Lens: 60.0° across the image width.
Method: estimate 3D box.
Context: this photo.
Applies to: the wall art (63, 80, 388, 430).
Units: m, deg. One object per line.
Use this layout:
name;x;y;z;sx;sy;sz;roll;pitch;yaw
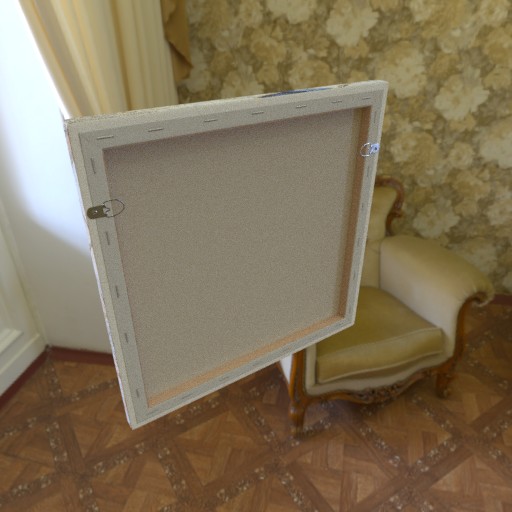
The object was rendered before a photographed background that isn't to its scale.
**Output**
wall art;0.000;0.000;1.328;0.912;0.914;0.039;-18;35;-28
